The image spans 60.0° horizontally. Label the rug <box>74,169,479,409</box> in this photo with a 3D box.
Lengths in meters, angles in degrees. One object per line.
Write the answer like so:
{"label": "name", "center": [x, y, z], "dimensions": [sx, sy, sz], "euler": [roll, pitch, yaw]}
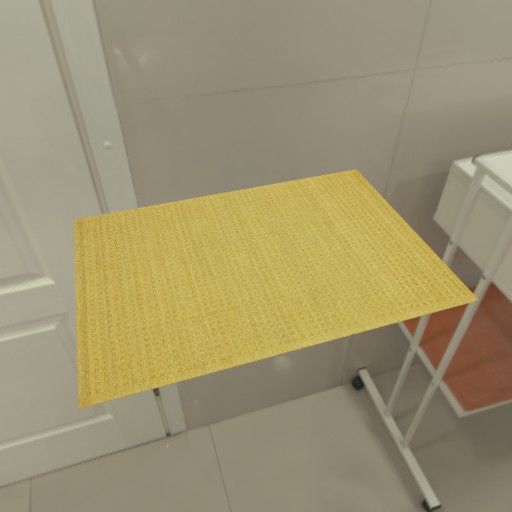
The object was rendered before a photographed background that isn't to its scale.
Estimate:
{"label": "rug", "center": [0.000, 0.000, 3.716], "dimensions": [2.895, 0.006, 1.981], "euler": [-12, 43, -13]}
